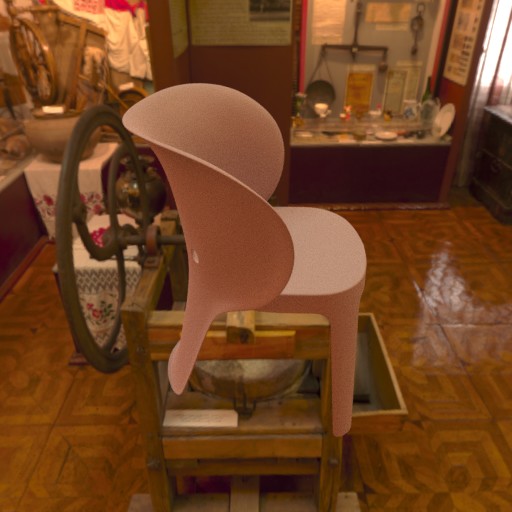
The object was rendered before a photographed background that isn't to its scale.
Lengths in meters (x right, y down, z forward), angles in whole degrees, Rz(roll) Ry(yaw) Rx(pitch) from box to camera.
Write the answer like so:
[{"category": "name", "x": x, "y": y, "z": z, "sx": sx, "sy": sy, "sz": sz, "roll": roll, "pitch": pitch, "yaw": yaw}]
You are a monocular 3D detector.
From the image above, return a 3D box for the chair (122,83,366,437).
[{"category": "chair", "x": 0.000, "y": 0.000, "z": 0.839, "sx": 0.402, "sy": 0.554, "sz": 0.451, "roll": 1, "pitch": 32, "yaw": 1}]
